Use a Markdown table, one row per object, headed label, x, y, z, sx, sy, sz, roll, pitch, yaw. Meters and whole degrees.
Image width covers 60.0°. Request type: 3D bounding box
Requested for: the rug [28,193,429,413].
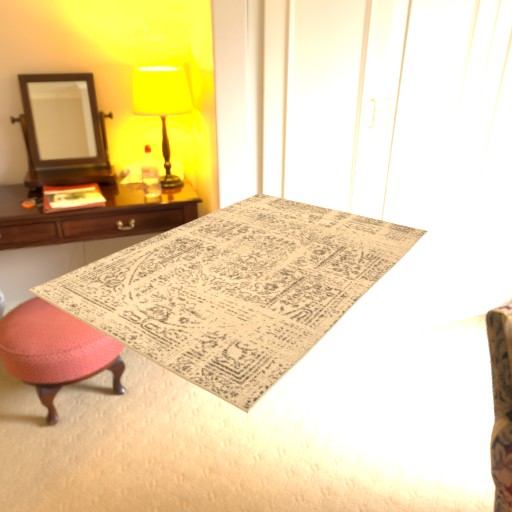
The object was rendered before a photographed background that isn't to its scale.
| label | x | y | z | sx | sy | sz | roll | pitch | yaw |
| --- | --- | --- | --- | --- | --- | --- | --- | --- | --- |
| rug | 0.000 | 0.000 | 3.151 | 1.706 | 0.026 | 2.438 | 18 | 31 | 32 |
